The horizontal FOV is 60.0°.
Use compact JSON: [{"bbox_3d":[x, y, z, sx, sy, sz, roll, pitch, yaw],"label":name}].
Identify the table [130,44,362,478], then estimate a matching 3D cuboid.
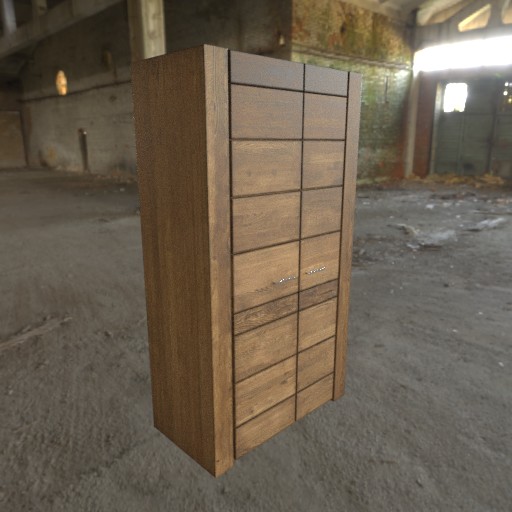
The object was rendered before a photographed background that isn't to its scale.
[{"bbox_3d":[0.000,0.000,2.535,1.100,2.000,0.600,-13,19,-42],"label":"table"}]
